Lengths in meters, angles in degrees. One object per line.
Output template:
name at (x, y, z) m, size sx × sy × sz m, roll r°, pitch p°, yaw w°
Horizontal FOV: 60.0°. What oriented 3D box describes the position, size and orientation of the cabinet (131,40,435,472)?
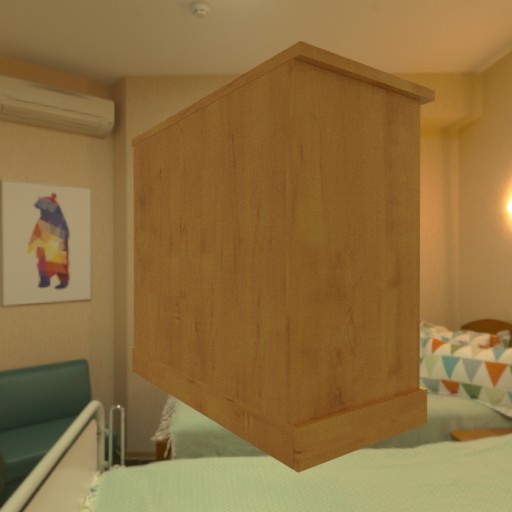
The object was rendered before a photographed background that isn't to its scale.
cabinet at (0.000, 0.000, 1.362) m, size 0.450 × 0.840 × 0.920 m, roll 0°, pitch 1°, yaw -36°
